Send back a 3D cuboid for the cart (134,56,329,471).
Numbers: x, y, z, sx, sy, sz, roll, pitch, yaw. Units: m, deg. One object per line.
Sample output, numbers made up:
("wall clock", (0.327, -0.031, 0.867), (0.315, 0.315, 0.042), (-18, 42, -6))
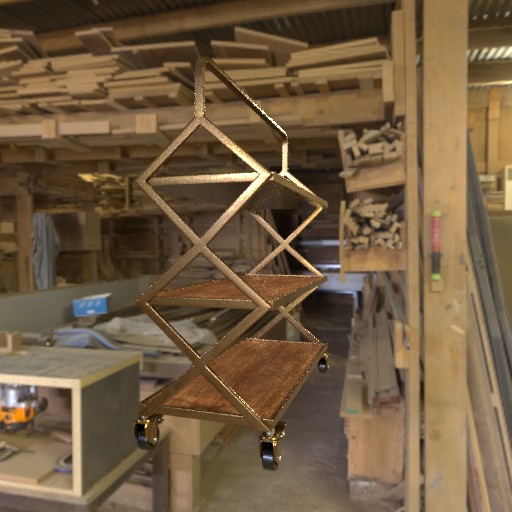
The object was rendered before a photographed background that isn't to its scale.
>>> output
("cart", (0.000, 0.000, 1.197), (0.313, 0.805, 0.723), (1, 2, 18))
